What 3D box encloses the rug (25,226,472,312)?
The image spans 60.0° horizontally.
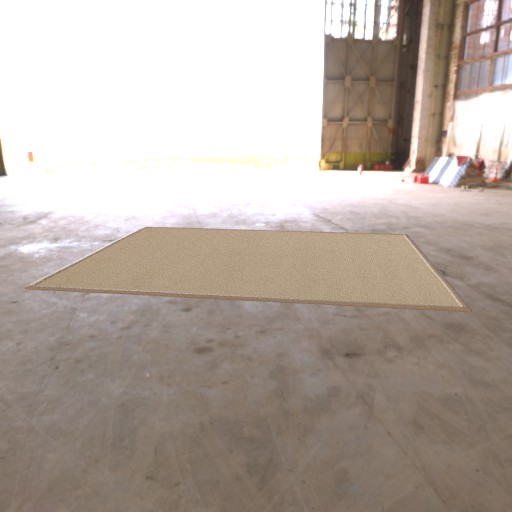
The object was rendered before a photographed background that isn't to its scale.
[{"bbox_3d":[0.000,0.000,2.734,2.081,0.020,1.525,2,15,8],"label":"rug"}]
